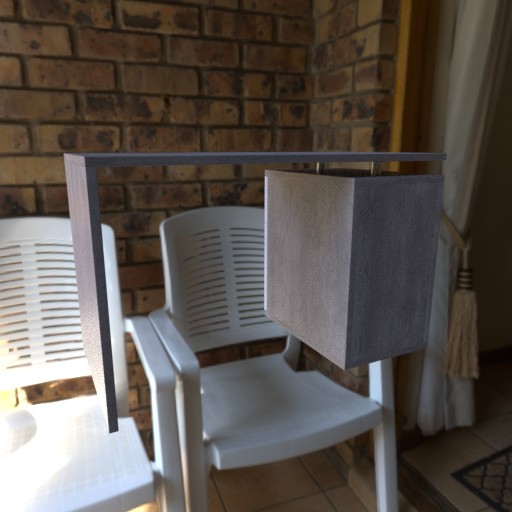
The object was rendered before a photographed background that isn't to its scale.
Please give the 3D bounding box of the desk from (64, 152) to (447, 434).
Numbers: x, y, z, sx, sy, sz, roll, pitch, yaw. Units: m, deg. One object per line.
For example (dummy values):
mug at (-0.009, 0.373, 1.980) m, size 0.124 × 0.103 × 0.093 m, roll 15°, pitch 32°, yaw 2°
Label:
desk at (0.000, 0.000, 1.640) m, size 1.200 × 0.740 × 0.600 m, roll -7°, pitch 15°, yaw -26°
